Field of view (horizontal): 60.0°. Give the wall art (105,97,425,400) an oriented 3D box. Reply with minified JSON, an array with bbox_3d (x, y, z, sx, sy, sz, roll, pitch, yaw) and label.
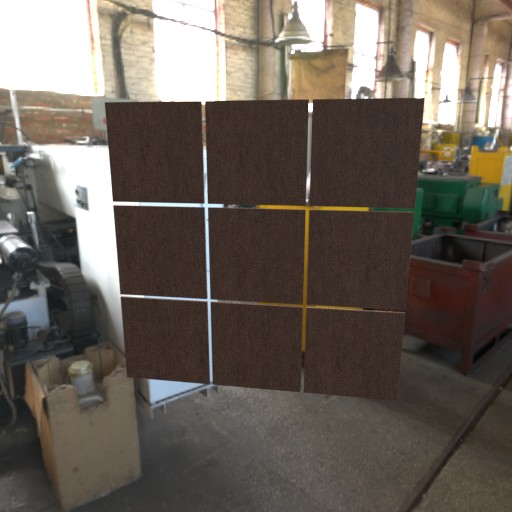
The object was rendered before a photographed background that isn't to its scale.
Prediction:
[{"bbox_3d":[0.000,0.000,2.292,1.527,1.525,0.014,2,15,9],"label":"wall art"}]
